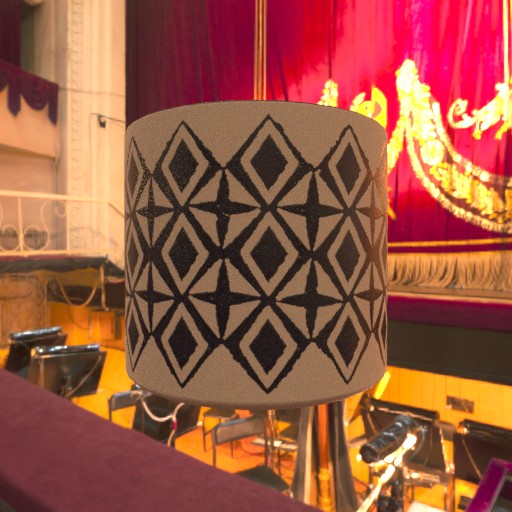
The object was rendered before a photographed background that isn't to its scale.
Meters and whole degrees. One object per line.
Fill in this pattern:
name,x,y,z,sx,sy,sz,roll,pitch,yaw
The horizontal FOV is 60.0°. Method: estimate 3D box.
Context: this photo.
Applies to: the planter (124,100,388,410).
planter,0.000,0.000,0.279,0.159,0.144,0.159,0,1,0
